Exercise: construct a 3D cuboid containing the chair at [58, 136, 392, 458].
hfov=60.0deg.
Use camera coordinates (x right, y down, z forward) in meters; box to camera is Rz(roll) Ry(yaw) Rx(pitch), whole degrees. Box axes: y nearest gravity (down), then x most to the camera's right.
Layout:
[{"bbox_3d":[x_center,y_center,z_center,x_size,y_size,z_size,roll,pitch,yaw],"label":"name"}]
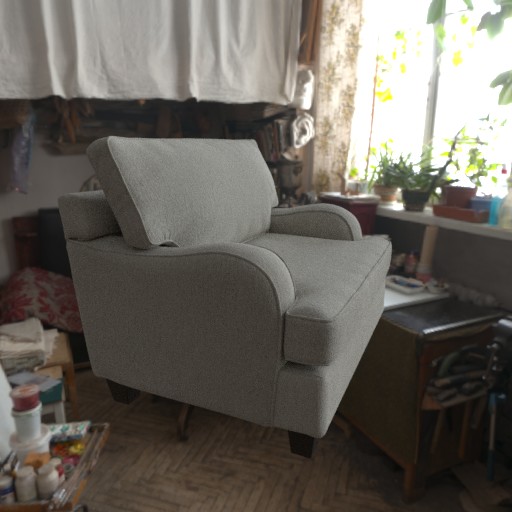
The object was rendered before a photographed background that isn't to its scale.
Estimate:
[{"bbox_3d":[0.000,0.000,1.968,1.041,1.016,1.220,6,16,24],"label":"chair"}]
